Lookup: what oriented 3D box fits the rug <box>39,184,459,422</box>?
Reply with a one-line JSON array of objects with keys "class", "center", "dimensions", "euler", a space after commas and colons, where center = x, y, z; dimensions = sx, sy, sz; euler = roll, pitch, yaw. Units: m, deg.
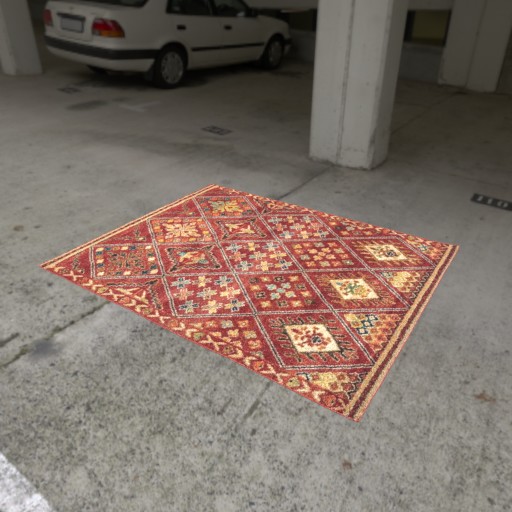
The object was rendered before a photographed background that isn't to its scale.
[{"class": "rug", "center": [0.000, 0.000, 4.145], "dimensions": [3.086, 0.030, 2.489], "euler": [19, 35, 29]}]
